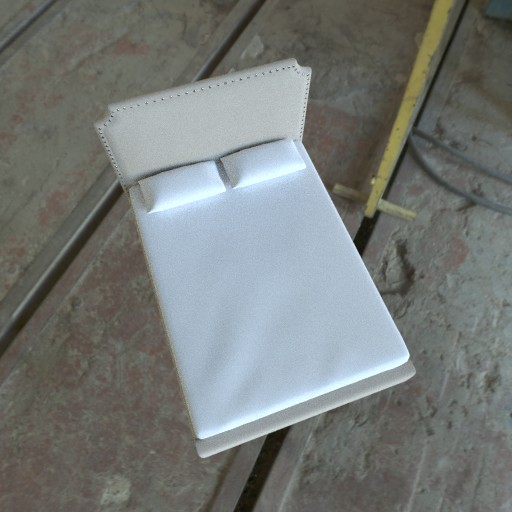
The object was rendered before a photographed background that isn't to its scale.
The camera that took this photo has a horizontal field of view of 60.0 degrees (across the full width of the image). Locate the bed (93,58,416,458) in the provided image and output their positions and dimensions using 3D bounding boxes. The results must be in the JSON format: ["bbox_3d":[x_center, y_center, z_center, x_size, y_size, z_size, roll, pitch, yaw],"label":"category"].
[{"bbox_3d":[0.000,0.000,3.397,1.713,1.443,2.372,-18,65,-9],"label":"bed"}]
